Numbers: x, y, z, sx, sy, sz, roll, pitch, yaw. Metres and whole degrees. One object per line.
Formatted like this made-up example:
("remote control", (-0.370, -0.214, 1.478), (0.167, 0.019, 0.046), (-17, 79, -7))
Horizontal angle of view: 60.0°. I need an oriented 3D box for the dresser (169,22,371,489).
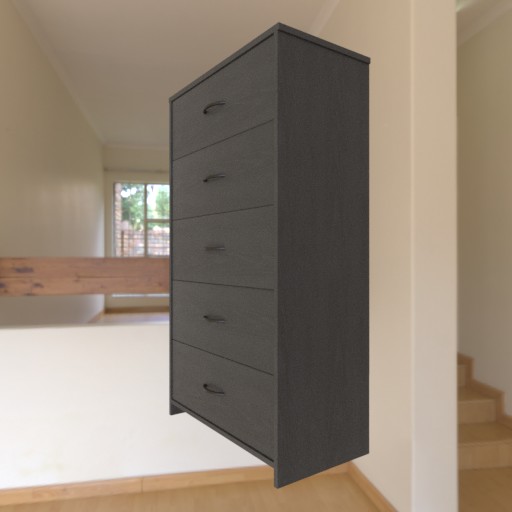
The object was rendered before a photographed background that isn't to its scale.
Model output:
("dresser", (0.000, 0.000, 1.577), (0.399, 1.255, 0.704), (0, 0, -35))
